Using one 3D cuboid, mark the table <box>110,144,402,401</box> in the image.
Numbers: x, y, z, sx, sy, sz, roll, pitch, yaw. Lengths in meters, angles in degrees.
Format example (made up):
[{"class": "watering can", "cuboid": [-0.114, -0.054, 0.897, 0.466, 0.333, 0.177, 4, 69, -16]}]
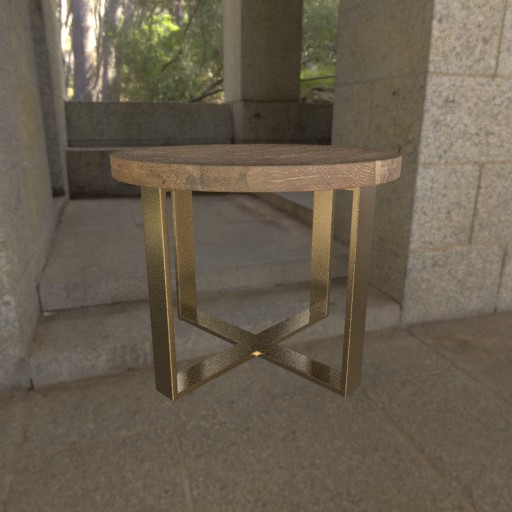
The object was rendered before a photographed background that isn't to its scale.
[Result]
[{"class": "table", "cuboid": [0.000, 0.000, 0.951, 0.557, 0.437, 0.557, 0, 17, 0]}]
